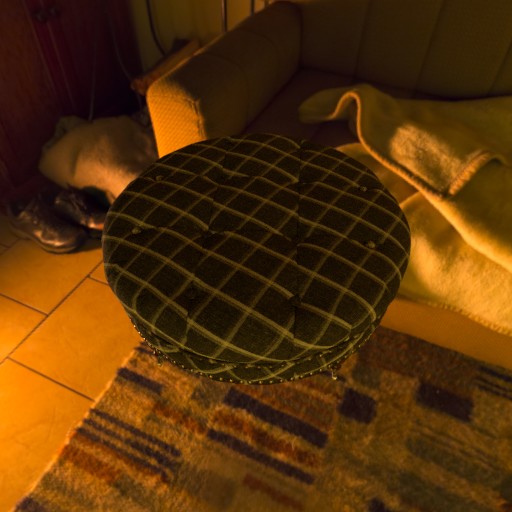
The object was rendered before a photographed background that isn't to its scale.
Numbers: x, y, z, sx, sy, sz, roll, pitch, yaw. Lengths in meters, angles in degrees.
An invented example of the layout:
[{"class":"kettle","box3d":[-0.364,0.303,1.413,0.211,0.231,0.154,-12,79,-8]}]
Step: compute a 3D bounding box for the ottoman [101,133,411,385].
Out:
[{"class":"ottoman","box3d":[0.000,0.000,1.401,0.901,0.439,0.901,0,45,0]}]
